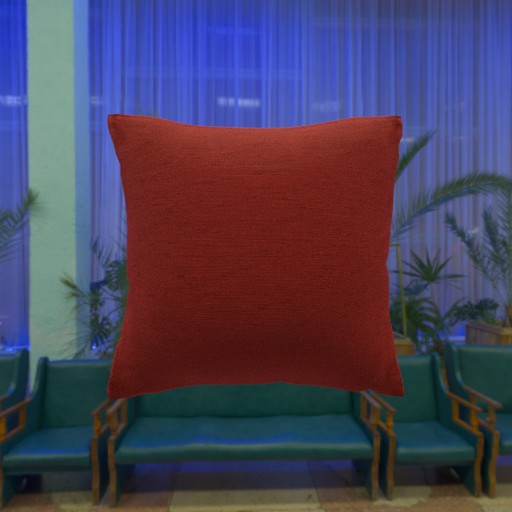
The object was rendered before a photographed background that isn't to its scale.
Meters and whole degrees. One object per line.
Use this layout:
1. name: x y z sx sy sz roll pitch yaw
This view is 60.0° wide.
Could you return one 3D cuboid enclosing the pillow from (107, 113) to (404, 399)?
1. pillow: 0.000 0.000 0.655 0.438 0.419 0.162 0 0 -1
